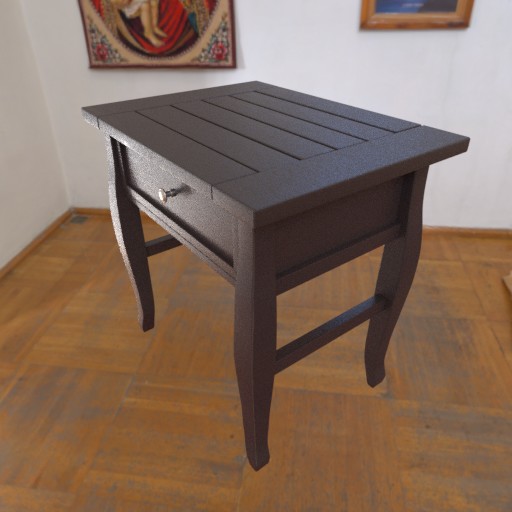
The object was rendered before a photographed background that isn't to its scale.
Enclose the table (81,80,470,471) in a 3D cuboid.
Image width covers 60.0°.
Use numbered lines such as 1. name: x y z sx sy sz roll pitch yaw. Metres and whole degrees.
1. table: 0.000 0.000 0.998 0.460 0.605 0.602 -22 39 -31
